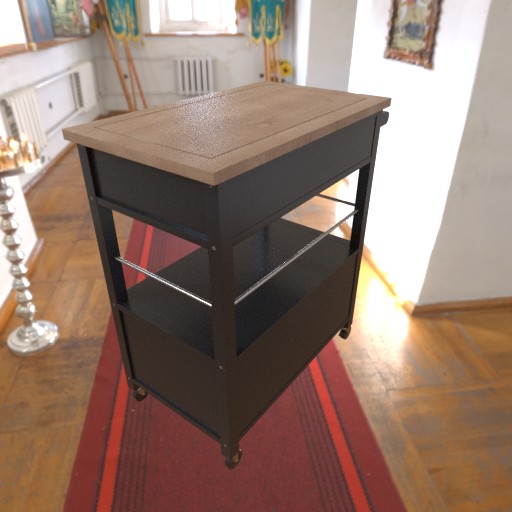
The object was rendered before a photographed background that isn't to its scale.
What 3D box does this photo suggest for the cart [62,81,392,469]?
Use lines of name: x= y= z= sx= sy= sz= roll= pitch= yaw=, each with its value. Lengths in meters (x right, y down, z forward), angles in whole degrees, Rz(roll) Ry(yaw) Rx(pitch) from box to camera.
cart: x=0.000 y=0.000 z=1.391 sx=0.459 sy=0.901 sz=0.840 roll=21 pitch=37 yaw=31
